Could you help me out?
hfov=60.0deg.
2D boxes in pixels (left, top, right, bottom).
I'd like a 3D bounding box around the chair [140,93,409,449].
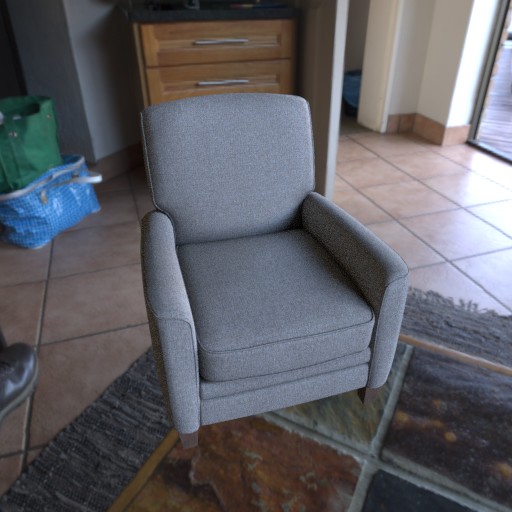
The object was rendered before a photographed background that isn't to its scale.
[{"bbox_3d":[0.000,0.000,1.664,0.848,1.014,0.864,-9,33,-14],"label":"chair"}]
